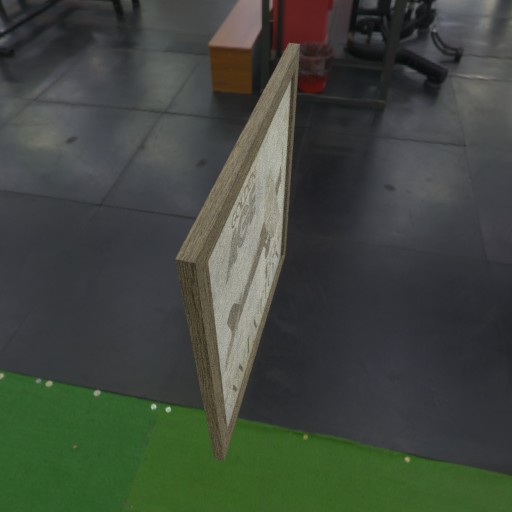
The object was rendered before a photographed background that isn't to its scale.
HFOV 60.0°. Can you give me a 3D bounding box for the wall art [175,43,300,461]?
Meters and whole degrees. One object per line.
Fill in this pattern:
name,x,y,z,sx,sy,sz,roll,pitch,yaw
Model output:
wall art,0.000,0.000,0.752,0.019,0.508,0.508,11,48,10
